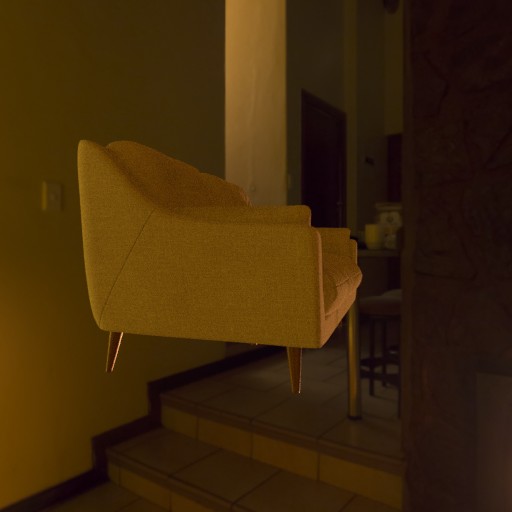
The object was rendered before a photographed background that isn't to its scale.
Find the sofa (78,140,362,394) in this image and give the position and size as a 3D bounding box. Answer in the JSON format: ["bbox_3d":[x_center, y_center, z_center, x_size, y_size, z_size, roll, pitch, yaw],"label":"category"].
[{"bbox_3d":[0.000,0.000,2.197,0.965,0.888,1.652,0,1,17],"label":"sofa"}]
